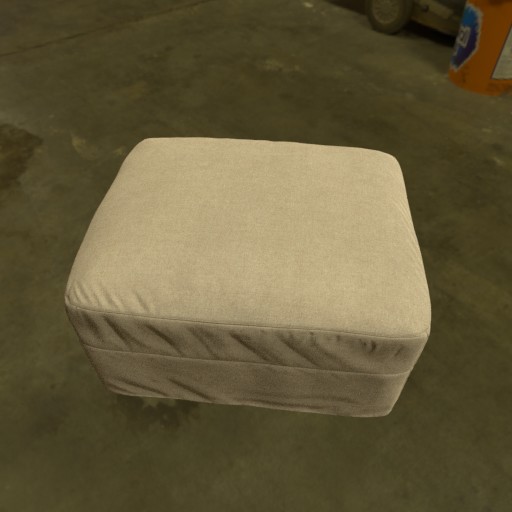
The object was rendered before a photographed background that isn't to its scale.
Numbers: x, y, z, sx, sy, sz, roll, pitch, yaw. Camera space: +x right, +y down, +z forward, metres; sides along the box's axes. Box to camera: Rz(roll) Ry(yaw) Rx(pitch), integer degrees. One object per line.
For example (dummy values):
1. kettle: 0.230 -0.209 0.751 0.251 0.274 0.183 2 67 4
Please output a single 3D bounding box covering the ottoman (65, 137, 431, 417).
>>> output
1. ottoman: 0.000 0.000 1.246 0.837 0.481 0.683 4 47 4
